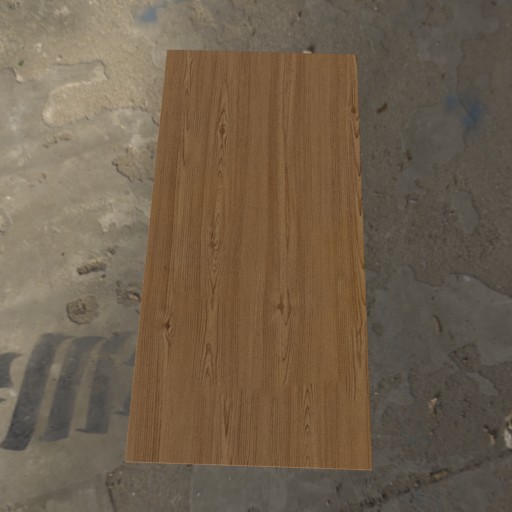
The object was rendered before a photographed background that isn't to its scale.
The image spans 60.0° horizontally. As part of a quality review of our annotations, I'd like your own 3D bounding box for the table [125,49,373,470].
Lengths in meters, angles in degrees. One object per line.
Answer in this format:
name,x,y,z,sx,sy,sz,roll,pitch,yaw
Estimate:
table,0.000,0.000,2.213,0.901,0.750,1.797,2,74,0
